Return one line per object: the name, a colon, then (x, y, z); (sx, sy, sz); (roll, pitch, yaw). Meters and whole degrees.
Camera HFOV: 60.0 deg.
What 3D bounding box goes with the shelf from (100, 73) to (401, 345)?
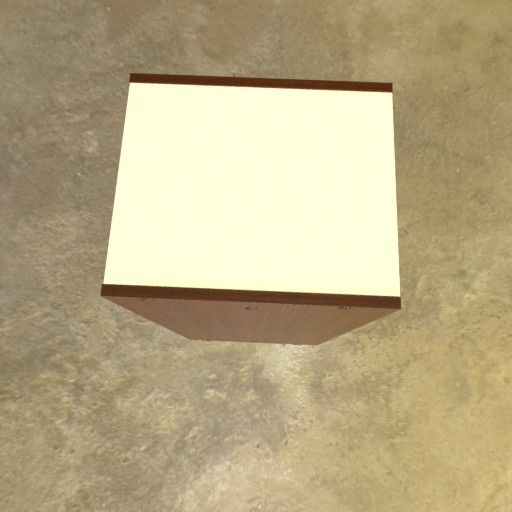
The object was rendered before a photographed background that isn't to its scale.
shelf: (0.000, 0.000, 0.748); (0.290, 0.600, 0.253); (2, 75, 1)
